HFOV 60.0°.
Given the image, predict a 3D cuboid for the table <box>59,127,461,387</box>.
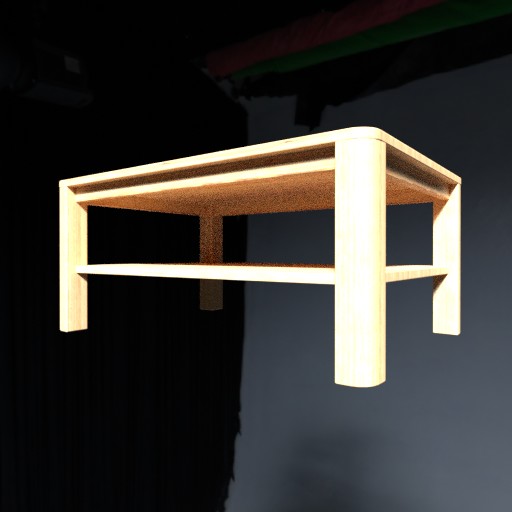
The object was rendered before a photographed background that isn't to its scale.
[{"bbox_3d":[0.000,0.000,1.314,0.997,0.445,0.696,0,0,37],"label":"table"}]
